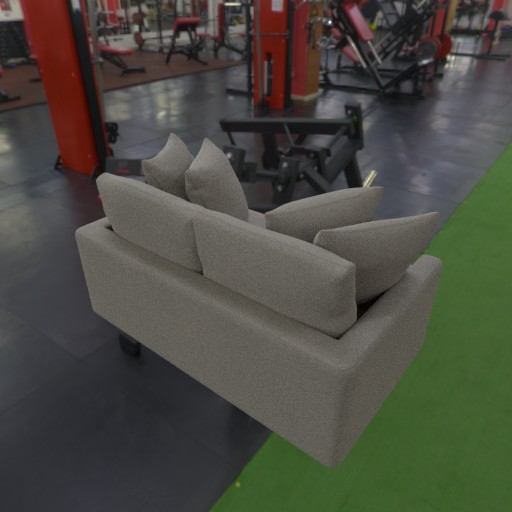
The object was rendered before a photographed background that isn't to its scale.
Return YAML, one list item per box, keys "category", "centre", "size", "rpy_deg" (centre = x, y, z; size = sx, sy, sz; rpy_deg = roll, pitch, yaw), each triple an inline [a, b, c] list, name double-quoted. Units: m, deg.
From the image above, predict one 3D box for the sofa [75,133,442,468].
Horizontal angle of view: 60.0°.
- category: "sofa"
  centre: [0.000, 0.000, 2.622]
  size: [1.869, 1.080, 1.228]
  rpy_deg: [22, 38, 32]
